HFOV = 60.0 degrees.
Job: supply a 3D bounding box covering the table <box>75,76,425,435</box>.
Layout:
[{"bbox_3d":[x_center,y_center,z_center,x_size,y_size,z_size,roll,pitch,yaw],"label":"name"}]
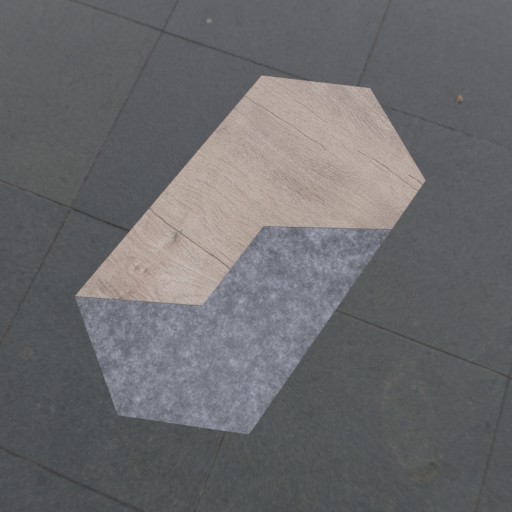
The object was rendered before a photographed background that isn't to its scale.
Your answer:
[{"bbox_3d":[0.000,0.000,1.504,0.609,0.457,1.219,36,78,8],"label":"table"}]
